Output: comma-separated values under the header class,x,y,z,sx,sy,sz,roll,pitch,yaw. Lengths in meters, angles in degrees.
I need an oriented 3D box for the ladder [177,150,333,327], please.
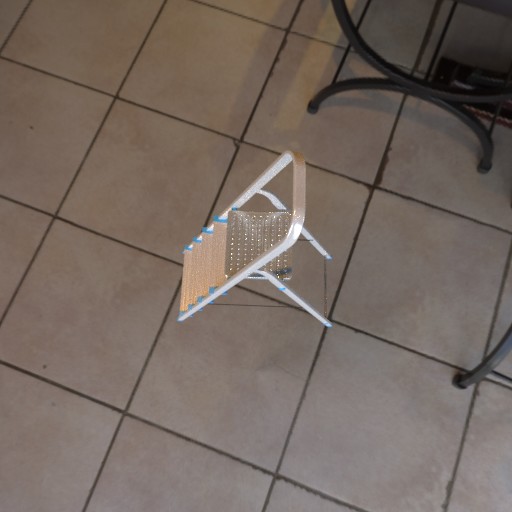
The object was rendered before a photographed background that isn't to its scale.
class,x,y,z,sx,sy,sz,roll,pitch,yaw
ladder,0.000,0.000,2.082,0.990,1.648,0.468,2,76,1
